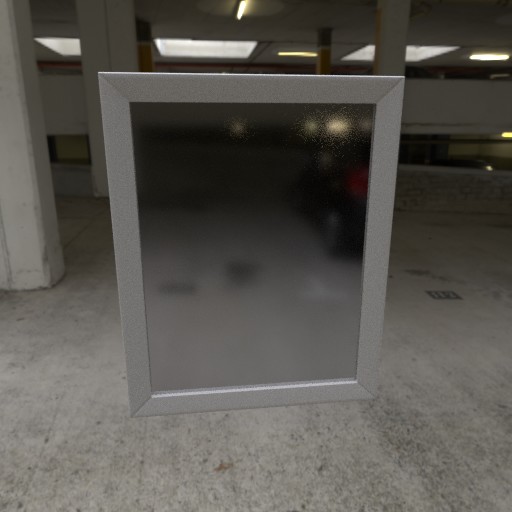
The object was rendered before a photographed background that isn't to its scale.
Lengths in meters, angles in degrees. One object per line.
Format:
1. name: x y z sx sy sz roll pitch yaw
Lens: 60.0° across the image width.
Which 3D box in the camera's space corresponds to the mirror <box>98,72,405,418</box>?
1. mirror: 0.000 0.000 0.672 0.405 0.508 0.041 -2 16 -7
